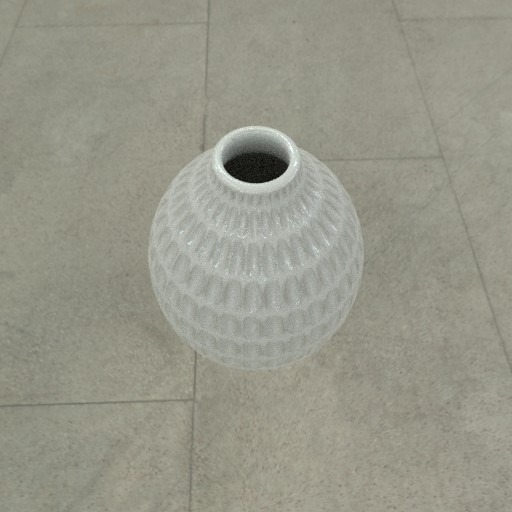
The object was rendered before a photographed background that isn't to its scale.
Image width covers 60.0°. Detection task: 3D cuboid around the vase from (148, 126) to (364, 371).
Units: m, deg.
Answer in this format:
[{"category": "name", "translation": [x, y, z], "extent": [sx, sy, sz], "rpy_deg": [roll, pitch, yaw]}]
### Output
[{"category": "vase", "translation": [0.000, 0.000, 0.341], "extent": [0.162, 0.223, 0.162], "rpy_deg": [0, 60, 0]}]
